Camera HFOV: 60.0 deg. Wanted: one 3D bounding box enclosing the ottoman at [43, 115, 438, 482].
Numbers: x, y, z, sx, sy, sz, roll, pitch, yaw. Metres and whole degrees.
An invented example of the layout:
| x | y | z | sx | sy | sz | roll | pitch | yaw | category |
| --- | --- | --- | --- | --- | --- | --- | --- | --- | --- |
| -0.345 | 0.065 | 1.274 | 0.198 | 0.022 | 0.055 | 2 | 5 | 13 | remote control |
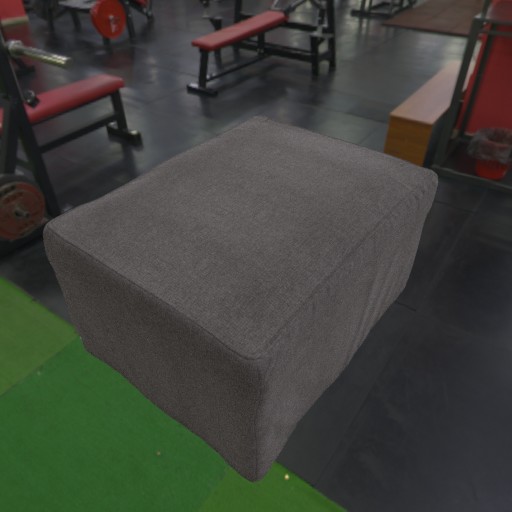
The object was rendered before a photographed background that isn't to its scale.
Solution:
| x | y | z | sx | sy | sz | roll | pitch | yaw | category |
| --- | --- | --- | --- | --- | --- | --- | --- | --- | --- |
| 0.000 | 0.000 | 1.226 | 0.652 | 0.492 | 0.833 | 26 | 47 | 28 | ottoman |
